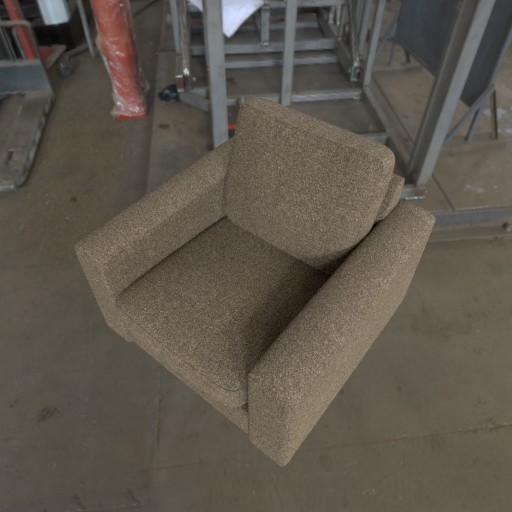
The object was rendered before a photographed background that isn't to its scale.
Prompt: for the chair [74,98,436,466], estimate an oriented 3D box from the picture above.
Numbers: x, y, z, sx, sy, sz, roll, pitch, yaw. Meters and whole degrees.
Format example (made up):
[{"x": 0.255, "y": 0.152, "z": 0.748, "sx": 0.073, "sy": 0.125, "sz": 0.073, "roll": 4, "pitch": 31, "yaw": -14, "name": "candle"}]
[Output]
[{"x": 0.000, "y": 0.000, "z": 1.758, "sx": 1.005, "sy": 0.873, "sz": 1.016, "roll": 30, "pitch": 55, "yaw": 25, "name": "chair"}]
